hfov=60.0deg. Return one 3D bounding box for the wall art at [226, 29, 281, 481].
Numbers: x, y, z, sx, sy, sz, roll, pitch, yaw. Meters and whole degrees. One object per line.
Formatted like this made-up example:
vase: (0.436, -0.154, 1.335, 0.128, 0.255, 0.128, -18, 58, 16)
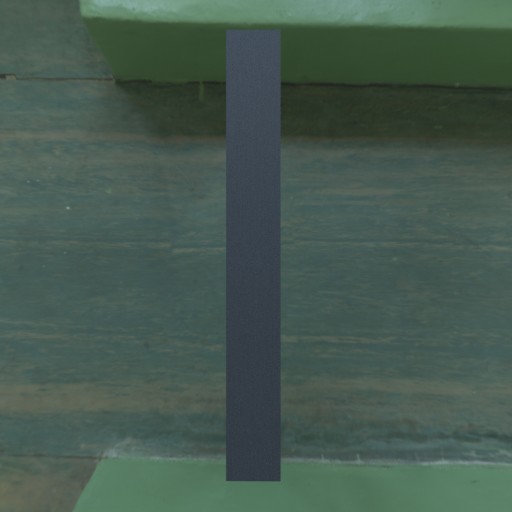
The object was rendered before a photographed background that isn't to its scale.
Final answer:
wall art: (0.000, 0.000, 0.446, 0.036, 0.300, 0.302, 0, 90, 1)
